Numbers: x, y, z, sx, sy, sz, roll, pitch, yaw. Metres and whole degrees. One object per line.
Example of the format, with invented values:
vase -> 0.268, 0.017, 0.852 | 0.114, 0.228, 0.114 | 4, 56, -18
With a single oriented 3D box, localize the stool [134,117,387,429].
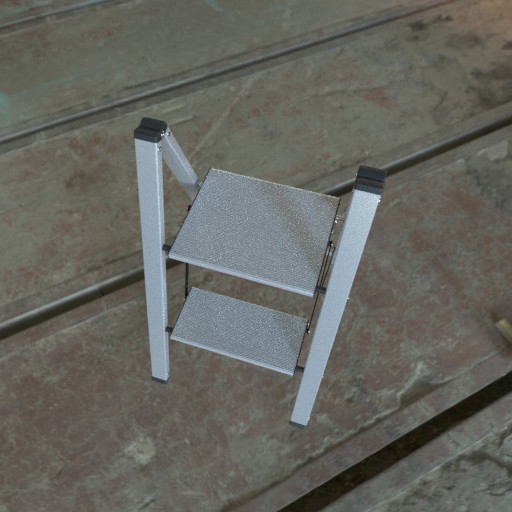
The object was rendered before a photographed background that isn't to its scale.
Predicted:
stool -> 0.000, 0.000, 1.028 | 0.440, 0.670, 0.535 | 15, 59, 9
